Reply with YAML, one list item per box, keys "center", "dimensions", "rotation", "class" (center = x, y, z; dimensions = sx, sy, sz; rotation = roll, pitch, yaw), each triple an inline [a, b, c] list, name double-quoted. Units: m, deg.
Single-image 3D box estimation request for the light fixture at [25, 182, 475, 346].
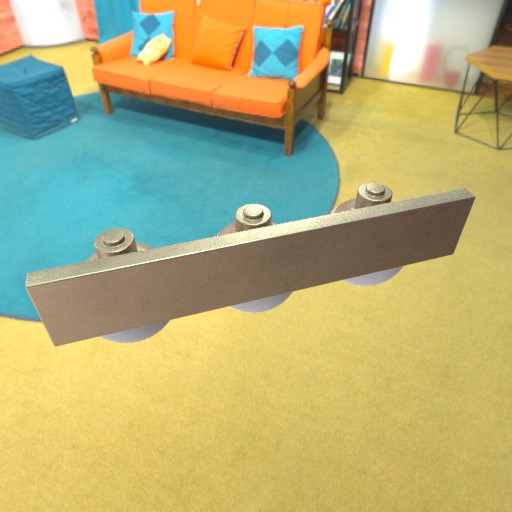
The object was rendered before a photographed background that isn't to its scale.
- center: [0.000, 0.000, 0.842]
  dimensions: [0.721, 0.263, 0.218]
  rotation: [-12, 43, -13]
  class: "light fixture"
